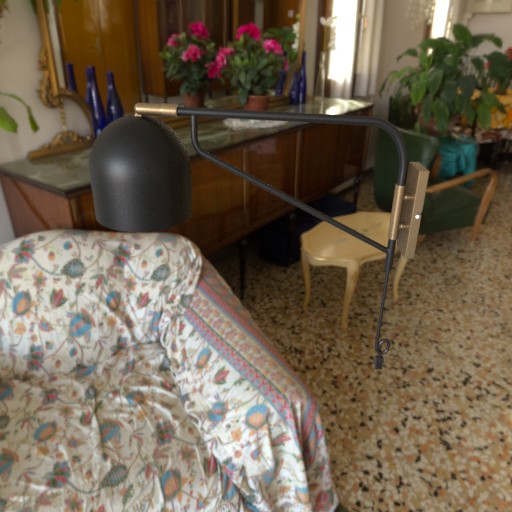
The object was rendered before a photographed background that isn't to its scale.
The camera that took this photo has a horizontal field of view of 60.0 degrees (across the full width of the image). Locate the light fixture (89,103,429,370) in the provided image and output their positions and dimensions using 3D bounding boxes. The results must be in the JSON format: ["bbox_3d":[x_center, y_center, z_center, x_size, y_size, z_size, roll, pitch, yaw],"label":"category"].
[{"bbox_3d":[0.000,0.000,1.057,0.720,0.696,0.215,1,27,1],"label":"light fixture"}]
